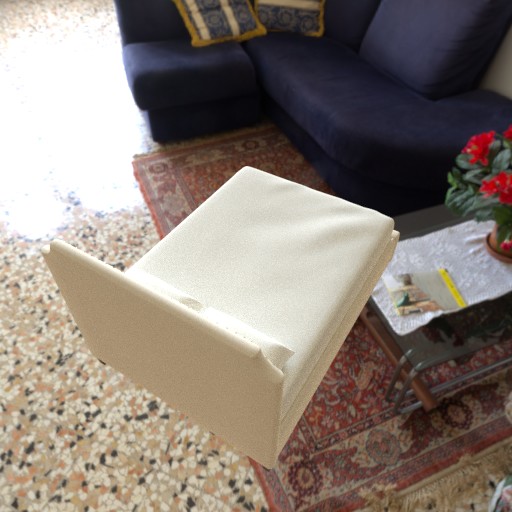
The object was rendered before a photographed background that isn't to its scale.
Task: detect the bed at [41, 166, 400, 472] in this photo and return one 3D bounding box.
[{"bbox_3d":[0.000,0.000,3.513,1.712,1.443,2.365,24,50,22],"label":"bed"}]
